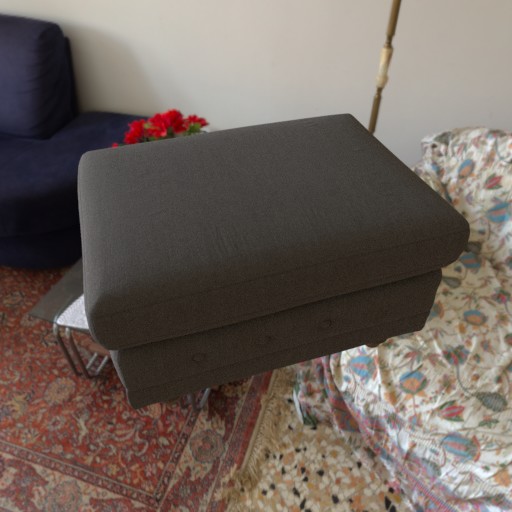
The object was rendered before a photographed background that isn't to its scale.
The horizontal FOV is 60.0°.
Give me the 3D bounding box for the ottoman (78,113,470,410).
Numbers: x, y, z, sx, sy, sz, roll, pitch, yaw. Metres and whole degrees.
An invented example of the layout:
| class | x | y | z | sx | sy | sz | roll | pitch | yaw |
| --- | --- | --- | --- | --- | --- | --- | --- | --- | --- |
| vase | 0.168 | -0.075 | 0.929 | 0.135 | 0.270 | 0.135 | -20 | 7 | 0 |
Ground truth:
| class | x | y | z | sx | sy | sz | roll | pitch | yaw |
| --- | --- | --- | --- | --- | --- | --- | --- | --- | --- |
| ottoman | 0.000 | 0.000 | 1.132 | 0.771 | 0.500 | 0.569 | -12 | 43 | -13 |
